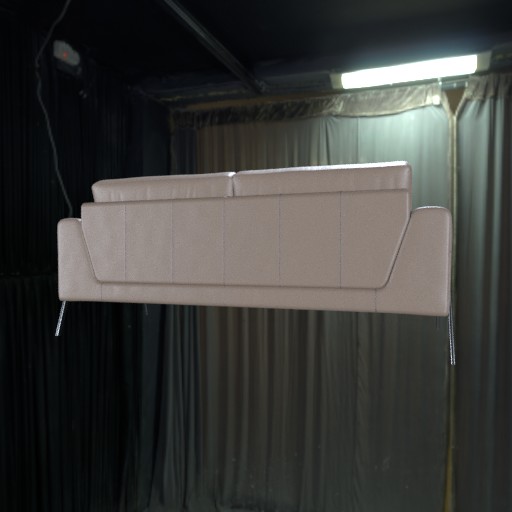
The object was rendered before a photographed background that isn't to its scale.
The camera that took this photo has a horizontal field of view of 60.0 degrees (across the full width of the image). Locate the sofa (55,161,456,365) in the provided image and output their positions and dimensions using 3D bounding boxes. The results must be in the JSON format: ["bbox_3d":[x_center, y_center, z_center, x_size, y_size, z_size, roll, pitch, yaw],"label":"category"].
[{"bbox_3d":[0.000,0.000,2.554,2.017,0.875,0.953,0,0,19],"label":"sofa"}]
